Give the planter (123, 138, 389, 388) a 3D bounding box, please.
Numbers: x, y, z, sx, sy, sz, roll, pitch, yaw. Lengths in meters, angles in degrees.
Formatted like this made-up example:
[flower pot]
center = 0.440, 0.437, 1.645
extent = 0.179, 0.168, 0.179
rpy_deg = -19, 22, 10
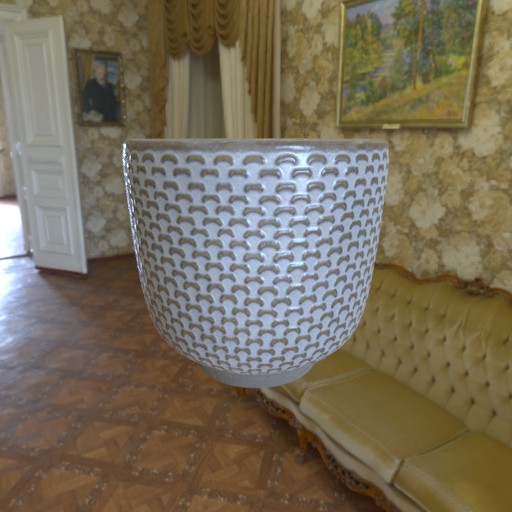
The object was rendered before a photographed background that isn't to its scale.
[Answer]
[planter]
center = 0.000, 0.000, 0.254
extent = 0.139, 0.130, 0.139
rpy_deg = 0, 15, 0
